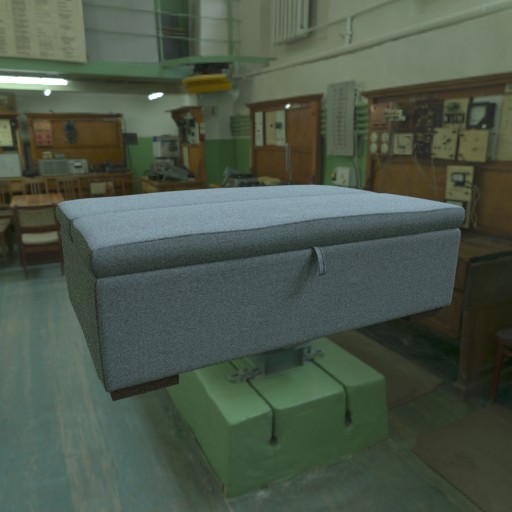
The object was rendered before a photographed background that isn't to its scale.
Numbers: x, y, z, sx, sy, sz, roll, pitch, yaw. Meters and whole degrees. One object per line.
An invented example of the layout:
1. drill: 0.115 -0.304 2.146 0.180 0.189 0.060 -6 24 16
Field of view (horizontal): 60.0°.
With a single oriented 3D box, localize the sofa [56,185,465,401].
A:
1. sofa: 0.000 0.000 1.617 1.250 0.434 0.817 -8 17 -27
